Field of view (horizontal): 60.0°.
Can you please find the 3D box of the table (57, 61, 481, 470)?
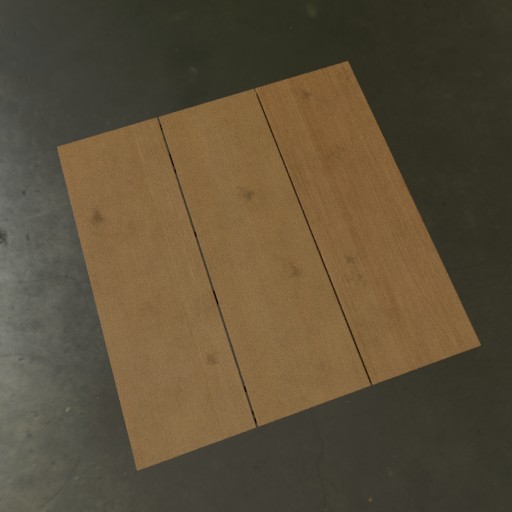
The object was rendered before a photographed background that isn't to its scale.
[{"bbox_3d":[0.000,0.000,1.657,1.100,0.400,1.100,-18,75,-5],"label":"table"}]
